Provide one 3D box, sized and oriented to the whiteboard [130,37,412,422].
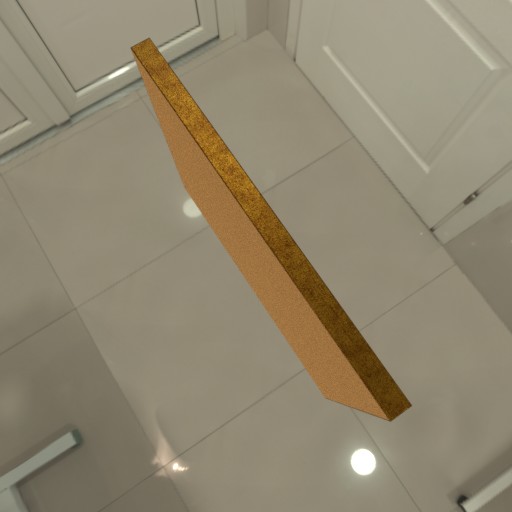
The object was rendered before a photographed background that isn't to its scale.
[{"bbox_3d":[0.000,0.000,0.752,0.029,0.457,0.561,-33,78,-8],"label":"whiteboard"}]
